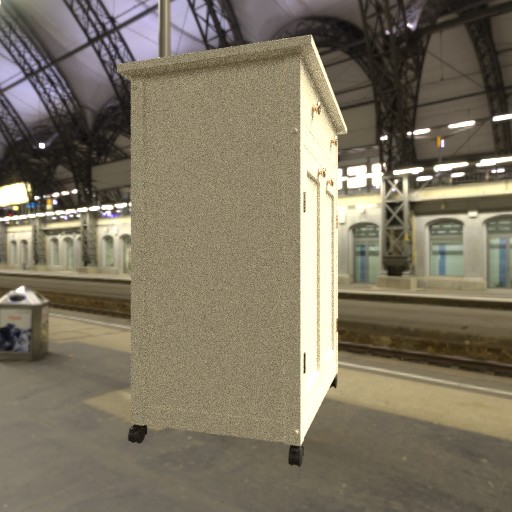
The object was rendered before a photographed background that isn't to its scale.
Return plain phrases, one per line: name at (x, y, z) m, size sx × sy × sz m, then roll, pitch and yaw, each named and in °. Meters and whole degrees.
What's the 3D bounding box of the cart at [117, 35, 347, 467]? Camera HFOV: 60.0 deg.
cart at (0.000, 0.000, 1.257) m, size 0.442 × 0.864 × 0.683 m, roll 0°, pitch 0°, yaw 17°
